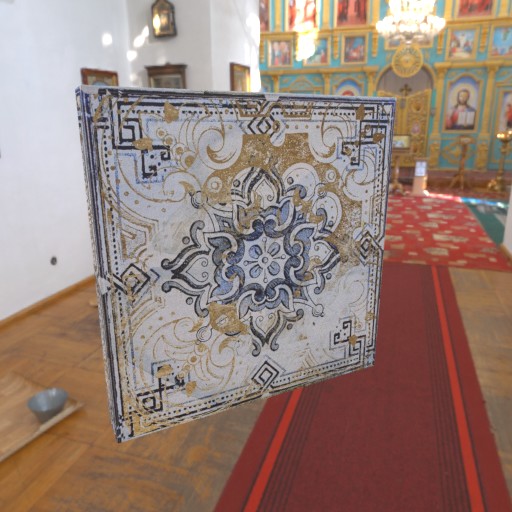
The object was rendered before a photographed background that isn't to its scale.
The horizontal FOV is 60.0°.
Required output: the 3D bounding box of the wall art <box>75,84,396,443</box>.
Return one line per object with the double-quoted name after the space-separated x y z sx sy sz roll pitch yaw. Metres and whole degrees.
0.000 0.000 0.443 0.302 0.306 0.038 -8 18 -26 "wall art"
